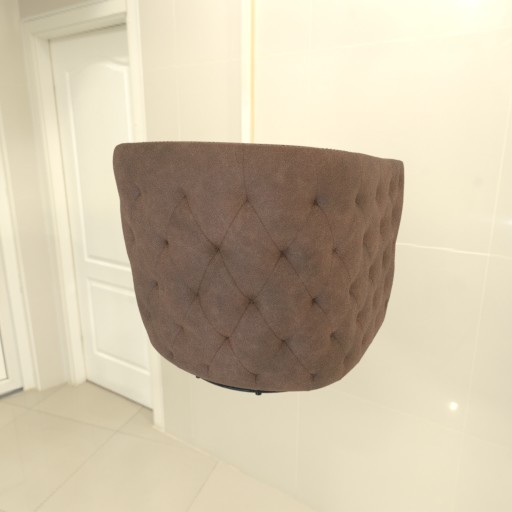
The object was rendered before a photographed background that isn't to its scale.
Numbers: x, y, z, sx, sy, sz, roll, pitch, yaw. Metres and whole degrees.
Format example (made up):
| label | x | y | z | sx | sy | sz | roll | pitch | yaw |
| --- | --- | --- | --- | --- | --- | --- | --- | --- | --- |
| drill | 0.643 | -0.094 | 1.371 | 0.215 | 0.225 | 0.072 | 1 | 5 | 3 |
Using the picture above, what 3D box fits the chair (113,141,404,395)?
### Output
| label | x | y | z | sx | sy | sz | roll | pitch | yaw |
| --- | --- | --- | --- | --- | --- | --- | --- | --- | --- |
| chair | 0.000 | 0.000 | 1.558 | 0.850 | 0.790 | 0.870 | 8 | 17 | 26 |
